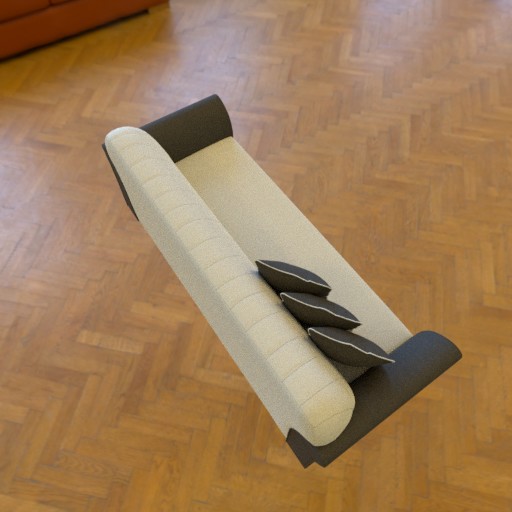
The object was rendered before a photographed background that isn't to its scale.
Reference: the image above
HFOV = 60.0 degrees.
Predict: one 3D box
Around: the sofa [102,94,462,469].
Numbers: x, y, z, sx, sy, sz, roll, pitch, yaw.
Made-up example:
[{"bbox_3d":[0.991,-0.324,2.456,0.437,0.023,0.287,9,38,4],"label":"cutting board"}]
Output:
[{"bbox_3d":[0.000,0.000,2.352,0.755,0.787,2.001,-30,64,-17],"label":"sofa"}]
